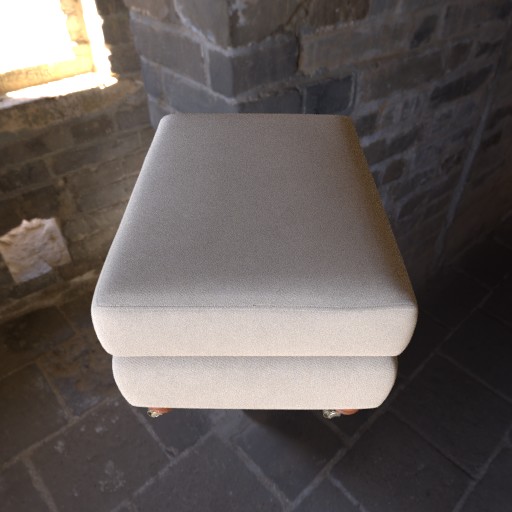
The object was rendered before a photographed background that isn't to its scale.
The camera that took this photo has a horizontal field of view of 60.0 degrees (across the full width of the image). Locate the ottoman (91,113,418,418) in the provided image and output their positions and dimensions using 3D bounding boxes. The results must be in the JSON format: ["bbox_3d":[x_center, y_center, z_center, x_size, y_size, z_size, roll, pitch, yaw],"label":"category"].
[{"bbox_3d":[0.000,0.000,1.133,0.569,0.504,0.773,0,41,0],"label":"ottoman"}]
